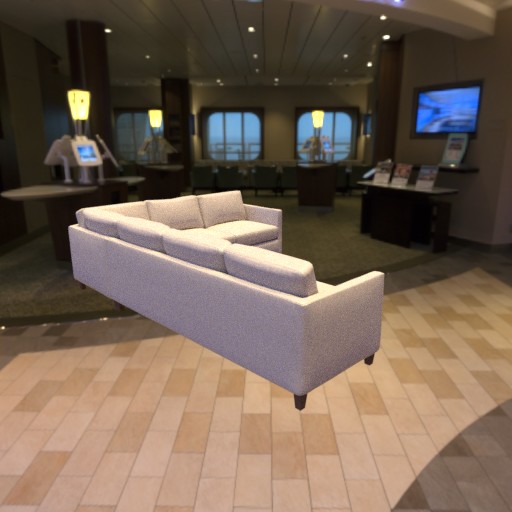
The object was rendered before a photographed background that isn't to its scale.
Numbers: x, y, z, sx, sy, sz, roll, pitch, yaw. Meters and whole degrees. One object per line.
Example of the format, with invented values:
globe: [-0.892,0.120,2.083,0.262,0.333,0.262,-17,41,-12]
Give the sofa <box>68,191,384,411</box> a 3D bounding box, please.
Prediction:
sofa: [0.000,0.000,4.556,2.522,0.934,3.333,-14,21,-43]
